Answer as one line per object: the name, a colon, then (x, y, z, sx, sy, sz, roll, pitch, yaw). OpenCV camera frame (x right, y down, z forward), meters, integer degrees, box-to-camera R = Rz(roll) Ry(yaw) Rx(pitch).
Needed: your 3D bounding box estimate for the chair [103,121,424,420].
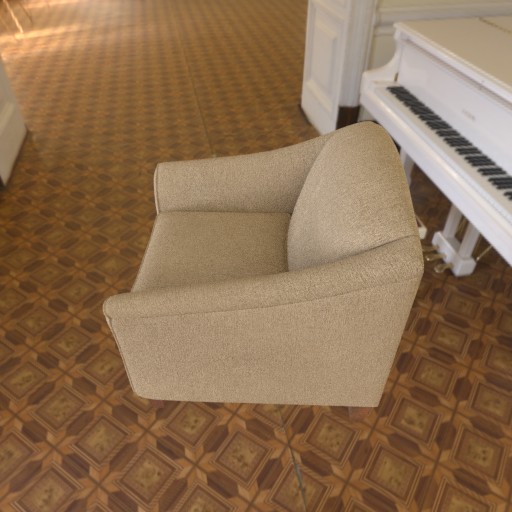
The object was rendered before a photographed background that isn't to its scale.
chair: (0.000, 0.000, 1.468, 0.787, 0.839, 0.763, 1, 41, 1)
